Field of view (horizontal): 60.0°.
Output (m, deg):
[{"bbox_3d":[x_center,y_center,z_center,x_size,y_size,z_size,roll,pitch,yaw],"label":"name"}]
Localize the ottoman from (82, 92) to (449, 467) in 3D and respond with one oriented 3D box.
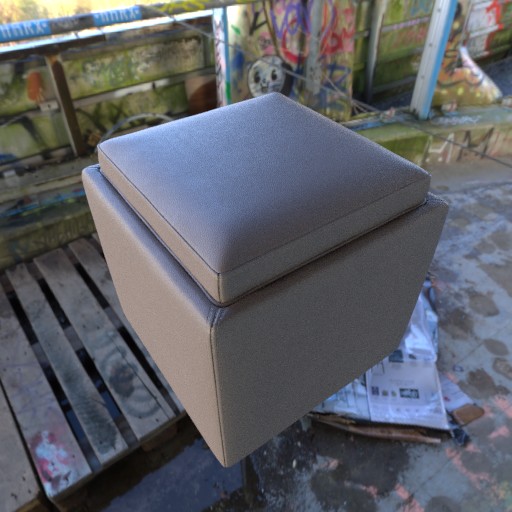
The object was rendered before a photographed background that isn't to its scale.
[{"bbox_3d":[0.000,0.000,0.826,0.450,0.460,0.451,-25,48,-26],"label":"ottoman"}]
